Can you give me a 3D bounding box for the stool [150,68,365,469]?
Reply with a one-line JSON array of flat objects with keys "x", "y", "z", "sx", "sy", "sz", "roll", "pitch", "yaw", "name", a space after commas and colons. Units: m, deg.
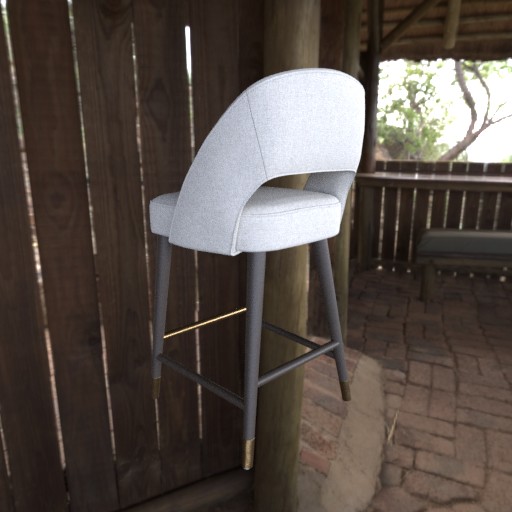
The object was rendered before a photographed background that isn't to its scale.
[{"x": 0.000, "y": 0.000, "z": 1.265, "sx": 0.494, "sy": 0.940, "sz": 0.509, "roll": -14, "pitch": 20, "yaw": -42, "name": "stool"}]
